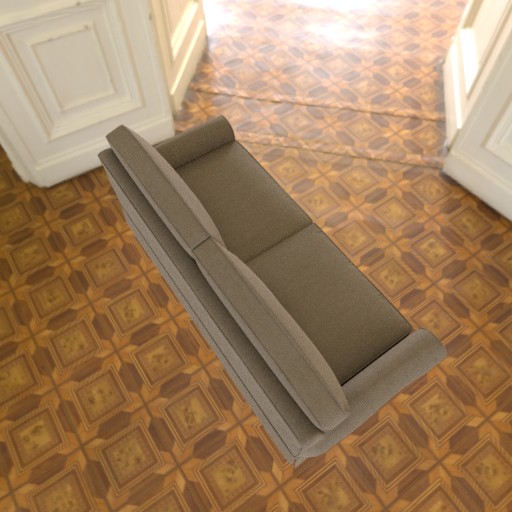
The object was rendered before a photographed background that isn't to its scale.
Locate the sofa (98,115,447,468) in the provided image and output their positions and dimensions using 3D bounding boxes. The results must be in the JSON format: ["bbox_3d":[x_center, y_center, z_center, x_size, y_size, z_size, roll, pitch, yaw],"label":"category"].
[{"bbox_3d":[0.000,0.000,2.751,0.991,0.943,2.248,-31,64,-17],"label":"sofa"}]
